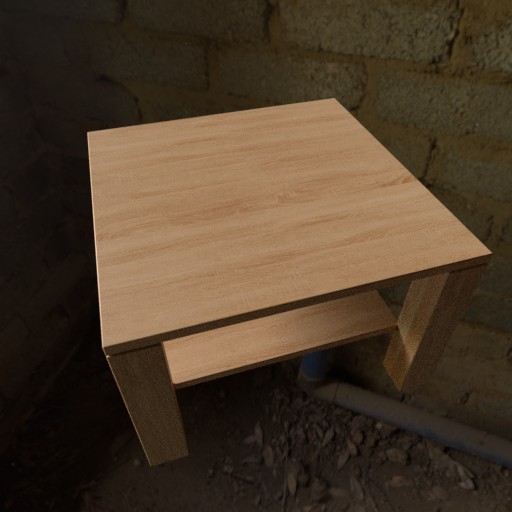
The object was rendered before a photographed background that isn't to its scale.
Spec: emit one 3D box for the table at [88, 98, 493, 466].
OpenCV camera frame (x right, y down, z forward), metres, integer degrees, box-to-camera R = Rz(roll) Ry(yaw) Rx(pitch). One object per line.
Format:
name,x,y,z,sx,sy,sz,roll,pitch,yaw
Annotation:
table,0.000,0.000,1.138,0.700,0.450,0.700,-12,45,-12
